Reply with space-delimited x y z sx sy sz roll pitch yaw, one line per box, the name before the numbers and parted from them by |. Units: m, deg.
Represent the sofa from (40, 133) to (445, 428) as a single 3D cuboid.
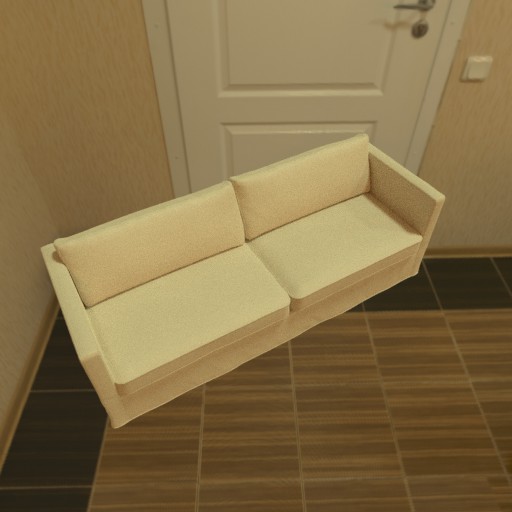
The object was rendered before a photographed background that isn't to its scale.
sofa | 0.000 0.000 3.360 2.779 0.999 1.036 -23 50 -21
